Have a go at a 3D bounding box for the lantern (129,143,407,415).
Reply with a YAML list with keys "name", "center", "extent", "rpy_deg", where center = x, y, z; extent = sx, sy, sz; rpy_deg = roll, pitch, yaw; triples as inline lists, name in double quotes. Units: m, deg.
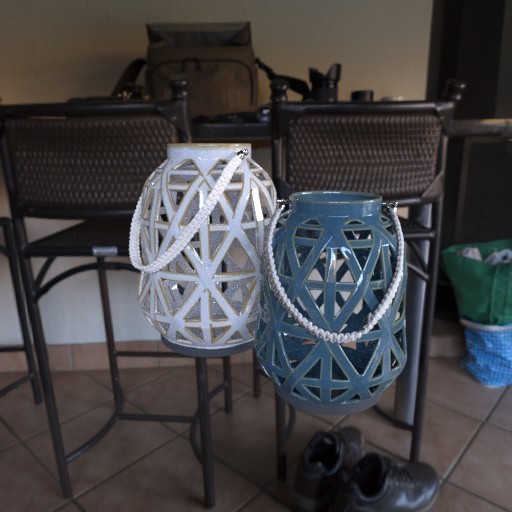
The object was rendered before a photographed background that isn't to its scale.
- name: "lantern"
  center: [0.000, 0.000, 0.625]
  extent: [0.439, 0.307, 0.245]
  rpy_deg: [13, 20, 42]
